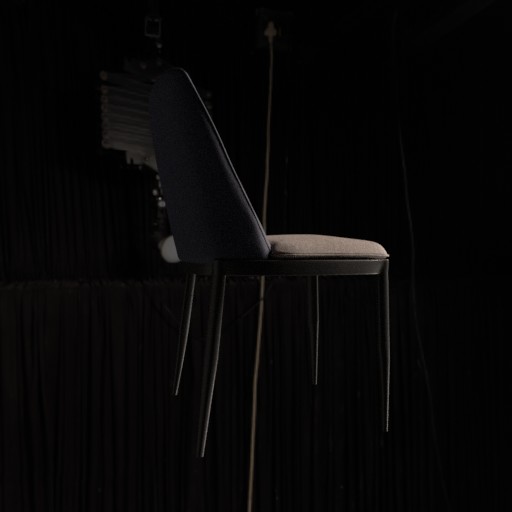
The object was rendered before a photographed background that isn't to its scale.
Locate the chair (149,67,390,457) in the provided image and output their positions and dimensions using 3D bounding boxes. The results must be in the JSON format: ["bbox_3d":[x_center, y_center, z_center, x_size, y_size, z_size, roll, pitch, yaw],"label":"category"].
[{"bbox_3d":[0.000,0.000,1.180,0.551,0.839,0.480,0,0,-17],"label":"chair"}]
